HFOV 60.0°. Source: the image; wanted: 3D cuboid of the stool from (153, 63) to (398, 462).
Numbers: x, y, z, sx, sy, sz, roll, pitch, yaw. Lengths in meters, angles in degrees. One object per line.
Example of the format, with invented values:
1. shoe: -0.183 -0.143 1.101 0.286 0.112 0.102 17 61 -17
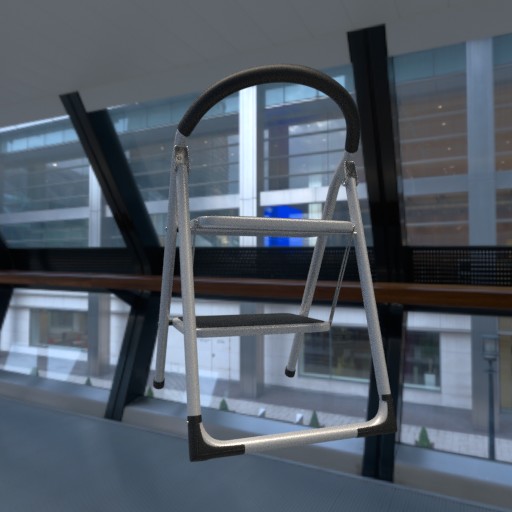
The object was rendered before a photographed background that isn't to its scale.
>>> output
1. stool: 0.000 0.000 1.128 0.453 0.760 0.559 1 -2 -19
